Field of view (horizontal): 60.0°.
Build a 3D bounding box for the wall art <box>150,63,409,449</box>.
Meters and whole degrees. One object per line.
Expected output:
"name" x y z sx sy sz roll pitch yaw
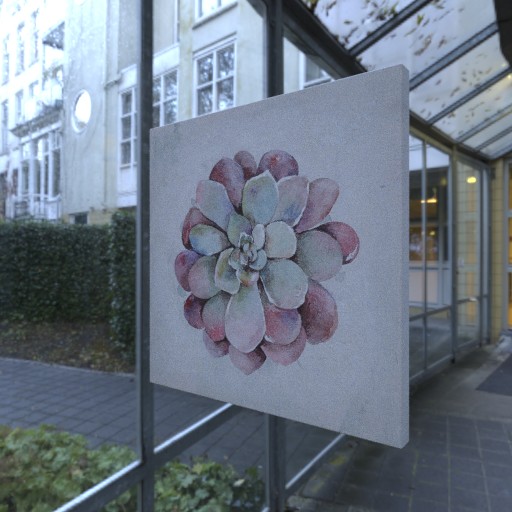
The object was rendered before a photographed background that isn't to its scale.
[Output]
"wall art" 0.000 0.000 0.893 0.605 0.605 0.044 0 0 37
